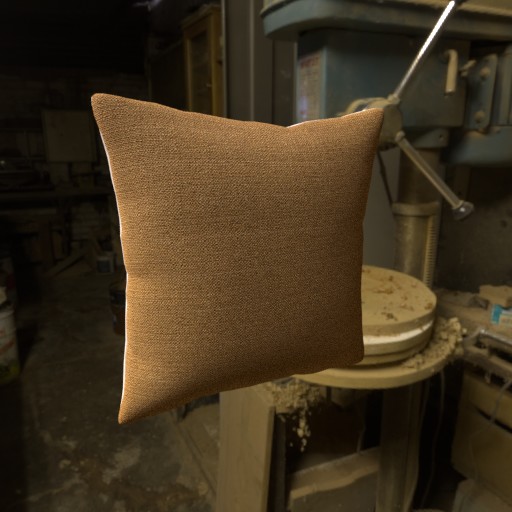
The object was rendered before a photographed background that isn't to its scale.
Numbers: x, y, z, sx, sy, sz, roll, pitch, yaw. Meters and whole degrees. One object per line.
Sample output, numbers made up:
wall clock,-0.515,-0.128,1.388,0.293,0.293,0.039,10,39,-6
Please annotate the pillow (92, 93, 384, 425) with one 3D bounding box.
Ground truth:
pillow,0.000,0.000,0.657,0.432,0.437,0.147,-7,17,-26
